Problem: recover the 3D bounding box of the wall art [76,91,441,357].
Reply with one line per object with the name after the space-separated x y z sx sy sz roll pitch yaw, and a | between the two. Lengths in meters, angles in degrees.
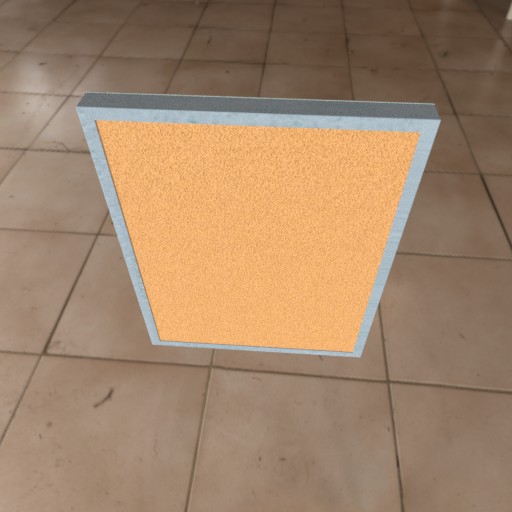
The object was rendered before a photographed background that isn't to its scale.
0.000 0.000 0.693 0.409 0.509 0.037 3 47 3 | wall art
